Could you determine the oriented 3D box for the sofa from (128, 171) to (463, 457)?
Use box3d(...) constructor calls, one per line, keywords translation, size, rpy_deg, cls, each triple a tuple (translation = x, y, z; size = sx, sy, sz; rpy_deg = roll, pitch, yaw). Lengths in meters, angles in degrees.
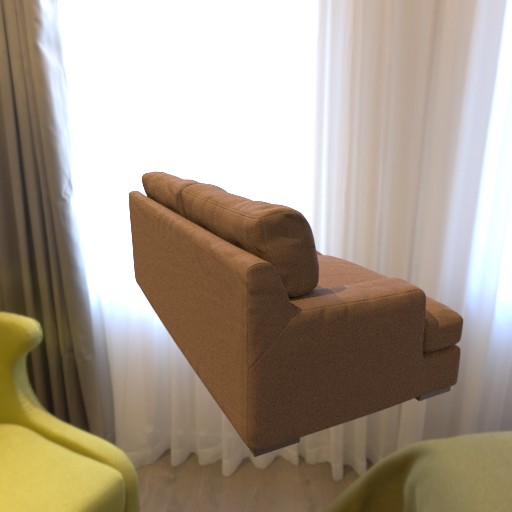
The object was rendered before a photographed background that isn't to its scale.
box3d(translation=(0.000, 0.000, 2.759), size=(1.140, 0.950, 2.274), rpy_deg=(-7, 17, -25), cls="sofa")
